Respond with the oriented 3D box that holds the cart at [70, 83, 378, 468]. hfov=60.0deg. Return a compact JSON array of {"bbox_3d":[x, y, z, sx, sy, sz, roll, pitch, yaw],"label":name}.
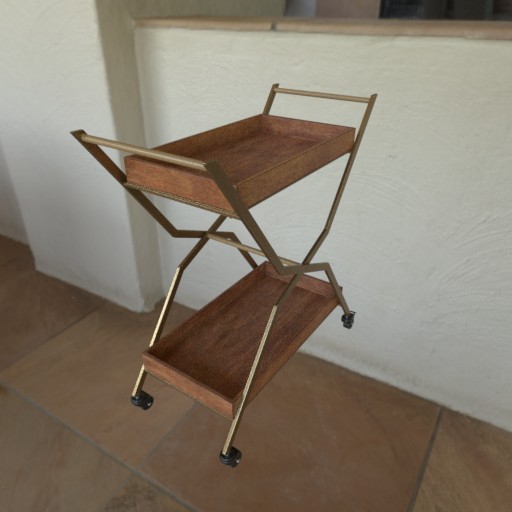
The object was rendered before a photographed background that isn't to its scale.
[{"bbox_3d":[0.000,0.000,1.350,0.405,0.869,0.836,19,35,30],"label":"cart"}]
